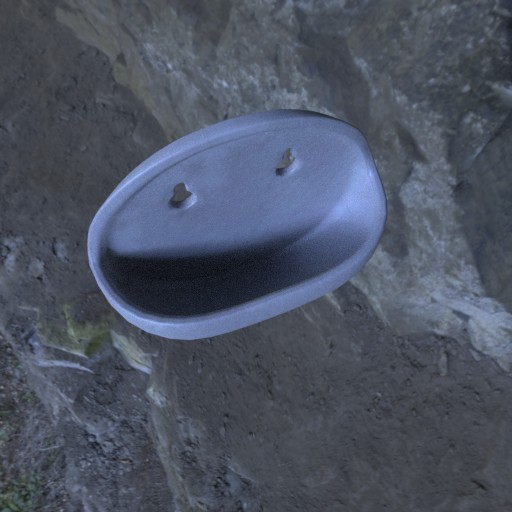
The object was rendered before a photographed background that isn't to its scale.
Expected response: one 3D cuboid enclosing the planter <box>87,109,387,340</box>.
[{"bbox_3d":[0.000,0.000,0.274,0.190,0.164,0.073,-20,65,-10],"label":"planter"}]
